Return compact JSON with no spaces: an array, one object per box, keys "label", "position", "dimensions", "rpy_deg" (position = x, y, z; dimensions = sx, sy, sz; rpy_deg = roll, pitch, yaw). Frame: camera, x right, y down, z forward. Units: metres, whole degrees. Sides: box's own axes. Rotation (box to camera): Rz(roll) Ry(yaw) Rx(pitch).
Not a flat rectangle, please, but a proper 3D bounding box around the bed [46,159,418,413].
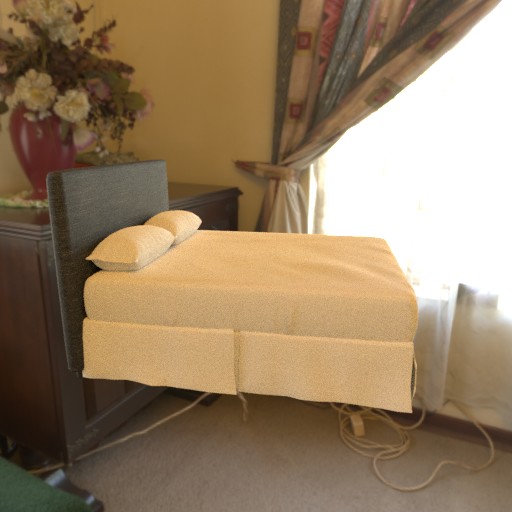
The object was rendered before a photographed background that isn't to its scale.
[{"label":"bed","position":[0.000,0.000,3.272],"dimensions":[2.142,1.330,1.723],"rpy_deg":[3,15,9]}]
